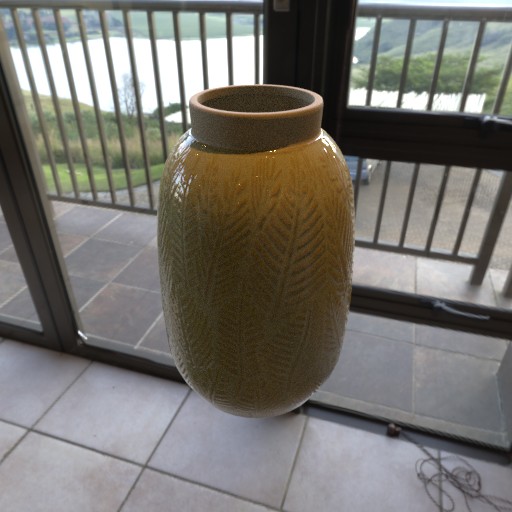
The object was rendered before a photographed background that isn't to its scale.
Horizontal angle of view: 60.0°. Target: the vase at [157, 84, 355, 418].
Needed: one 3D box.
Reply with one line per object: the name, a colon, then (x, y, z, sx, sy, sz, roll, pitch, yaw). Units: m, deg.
vase: (0.000, 0.000, 0.391, 0.172, 0.270, 0.172, 0, 32, 0)
